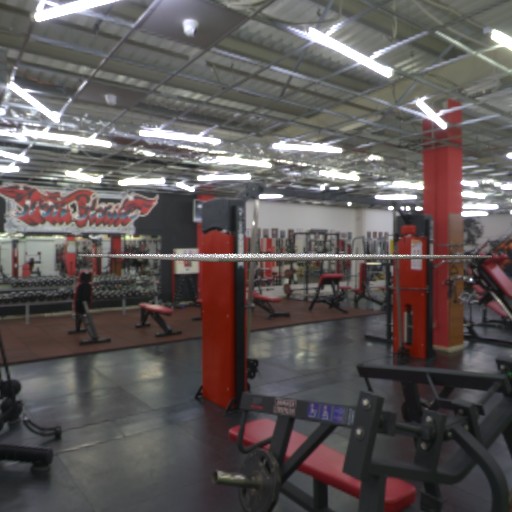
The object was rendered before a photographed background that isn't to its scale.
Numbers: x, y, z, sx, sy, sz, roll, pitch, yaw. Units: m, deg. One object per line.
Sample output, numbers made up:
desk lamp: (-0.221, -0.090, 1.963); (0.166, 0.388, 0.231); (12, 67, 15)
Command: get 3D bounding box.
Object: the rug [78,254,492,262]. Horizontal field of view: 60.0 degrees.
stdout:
rug: (0.000, 0.000, 4.020); (2.434, 0.032, 3.007); (0, 1, -34)
